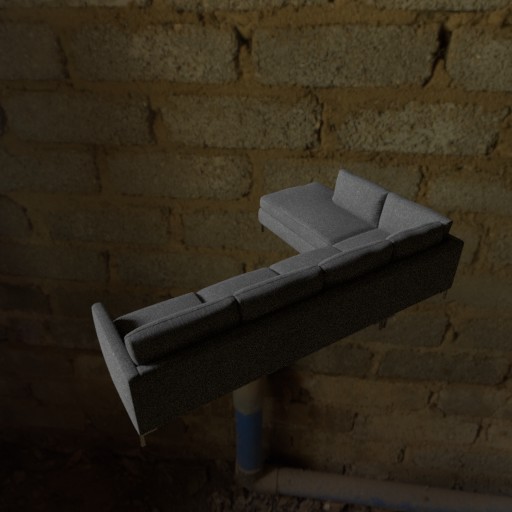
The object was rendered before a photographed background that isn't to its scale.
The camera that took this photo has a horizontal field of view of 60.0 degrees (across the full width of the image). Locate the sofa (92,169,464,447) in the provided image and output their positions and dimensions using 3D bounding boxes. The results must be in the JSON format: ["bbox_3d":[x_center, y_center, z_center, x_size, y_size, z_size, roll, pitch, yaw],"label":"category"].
[{"bbox_3d":[0.000,0.000,3.894,2.949,0.815,2.007,-18,37,-26],"label":"sofa"}]
